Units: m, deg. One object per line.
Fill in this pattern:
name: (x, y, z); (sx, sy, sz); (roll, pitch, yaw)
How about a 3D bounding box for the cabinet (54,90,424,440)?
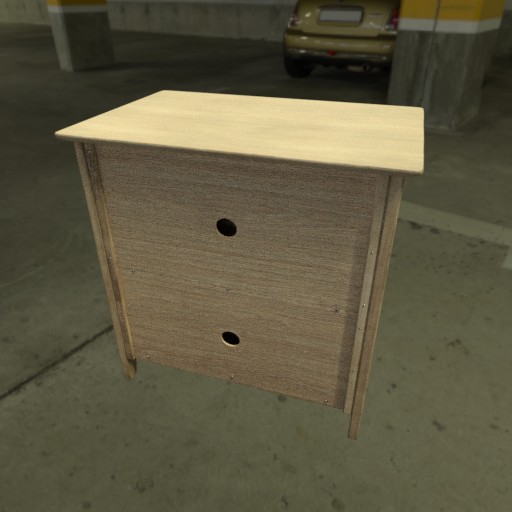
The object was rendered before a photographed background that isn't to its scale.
cabinet: (0.000, 0.000, 1.253); (0.763, 0.762, 0.503); (9, 32, 15)
